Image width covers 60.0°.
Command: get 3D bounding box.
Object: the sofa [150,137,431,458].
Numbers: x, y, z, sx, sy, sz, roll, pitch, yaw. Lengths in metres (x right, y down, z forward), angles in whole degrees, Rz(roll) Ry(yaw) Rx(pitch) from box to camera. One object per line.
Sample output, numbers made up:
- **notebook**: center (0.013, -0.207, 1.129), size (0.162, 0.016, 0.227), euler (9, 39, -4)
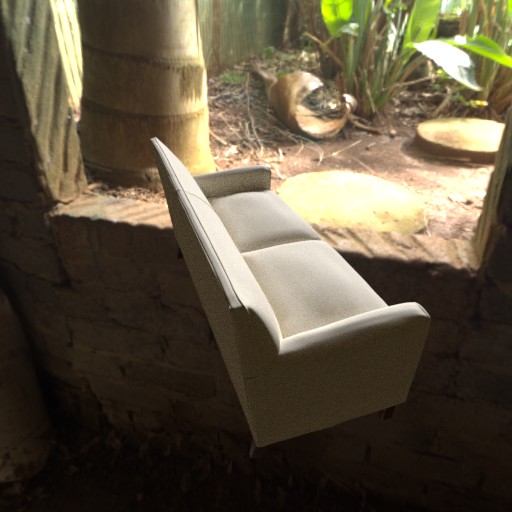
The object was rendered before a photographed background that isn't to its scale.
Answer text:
- **sofa**: center (0.000, 0.000, 2.501), size (0.841, 0.907, 2.001), euler (-10, 32, -16)
